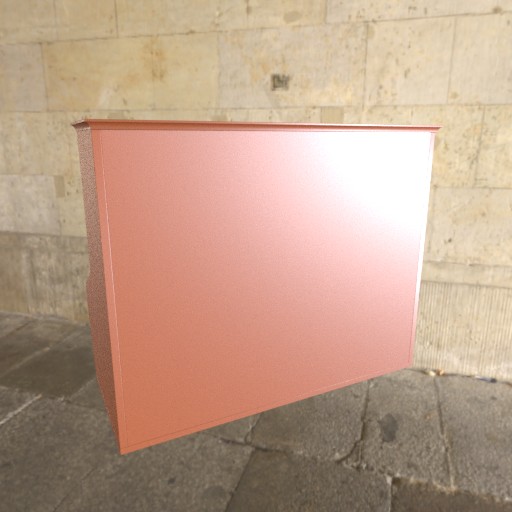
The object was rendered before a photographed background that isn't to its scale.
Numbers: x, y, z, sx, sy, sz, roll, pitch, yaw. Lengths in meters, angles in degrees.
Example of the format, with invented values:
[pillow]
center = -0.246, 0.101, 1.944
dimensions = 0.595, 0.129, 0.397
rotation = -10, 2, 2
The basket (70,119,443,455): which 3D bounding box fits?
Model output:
[basket]
center = 0.000, 0.000, 1.105
dimensions = 0.792, 0.625, 0.376
rotation = -7, 17, -26
